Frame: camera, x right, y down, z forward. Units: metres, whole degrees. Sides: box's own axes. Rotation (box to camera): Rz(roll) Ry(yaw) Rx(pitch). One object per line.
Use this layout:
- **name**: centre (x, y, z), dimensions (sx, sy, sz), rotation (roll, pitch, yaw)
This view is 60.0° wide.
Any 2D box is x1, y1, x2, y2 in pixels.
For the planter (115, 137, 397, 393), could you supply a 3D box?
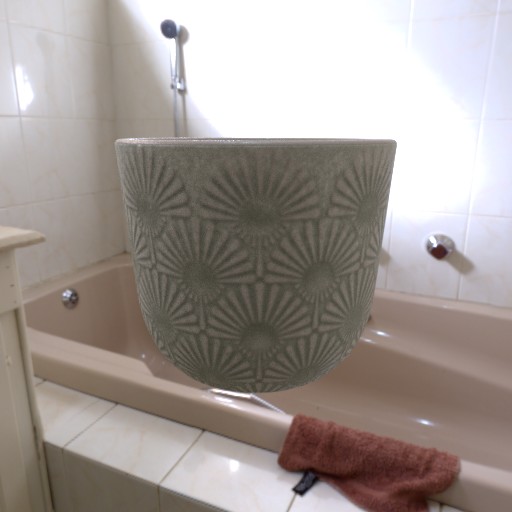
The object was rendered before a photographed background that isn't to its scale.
- **planter**: centre (0.000, 0.000, 0.297), dimensions (0.170, 0.152, 0.170), rotation (0, 15, 0)
